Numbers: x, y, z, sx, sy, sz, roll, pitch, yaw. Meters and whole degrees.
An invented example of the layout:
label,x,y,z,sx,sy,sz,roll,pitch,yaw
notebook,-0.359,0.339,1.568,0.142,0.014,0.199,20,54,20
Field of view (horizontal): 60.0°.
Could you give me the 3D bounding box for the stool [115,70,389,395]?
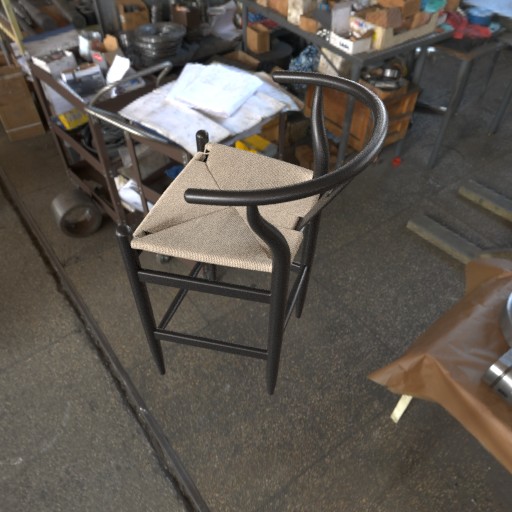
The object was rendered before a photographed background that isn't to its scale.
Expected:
label,x,y,z,sx,sy,sz,roll,pitch,yaw
stool,0.000,0.000,1.331,0.579,0.970,0.569,15,49,13
